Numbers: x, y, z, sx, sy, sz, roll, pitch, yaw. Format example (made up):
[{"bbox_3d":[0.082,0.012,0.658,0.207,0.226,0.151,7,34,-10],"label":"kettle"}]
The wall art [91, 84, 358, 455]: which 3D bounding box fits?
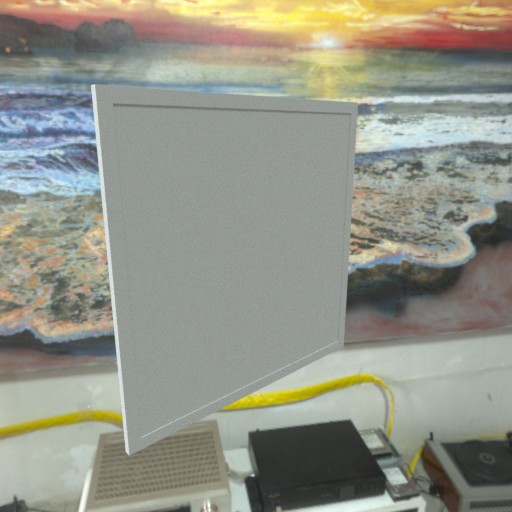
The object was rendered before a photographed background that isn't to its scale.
[{"bbox_3d":[0.000,0.000,0.969,0.660,0.660,0.015,-14,21,-40],"label":"wall art"}]
